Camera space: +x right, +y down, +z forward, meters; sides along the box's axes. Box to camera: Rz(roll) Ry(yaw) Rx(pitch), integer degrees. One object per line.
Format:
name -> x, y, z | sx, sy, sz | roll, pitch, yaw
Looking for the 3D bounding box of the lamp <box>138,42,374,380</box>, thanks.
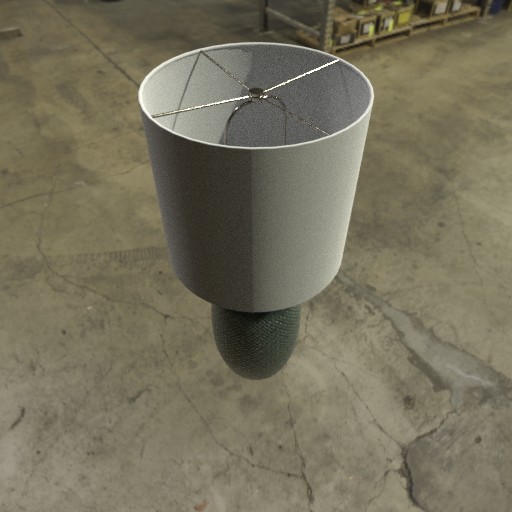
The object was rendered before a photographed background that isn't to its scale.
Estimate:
lamp -> 0.000, 0.000, 0.575 | 0.217, 0.453, 0.217 | -26, 51, -23
